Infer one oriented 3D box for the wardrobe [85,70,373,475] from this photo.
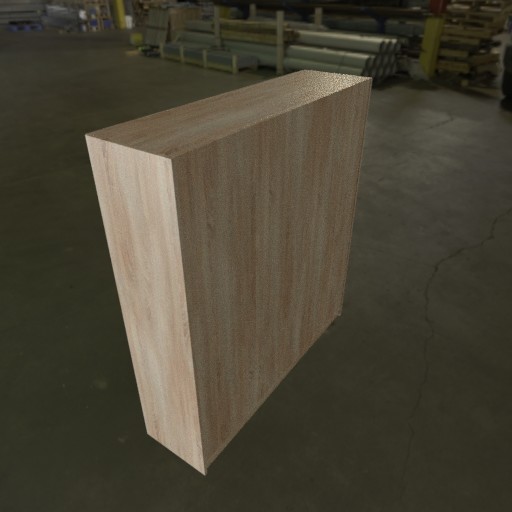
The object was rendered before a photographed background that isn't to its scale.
[{"bbox_3d":[0.000,0.000,3.160,0.598,2.159,1.998,21,38,29],"label":"wardrobe"}]
